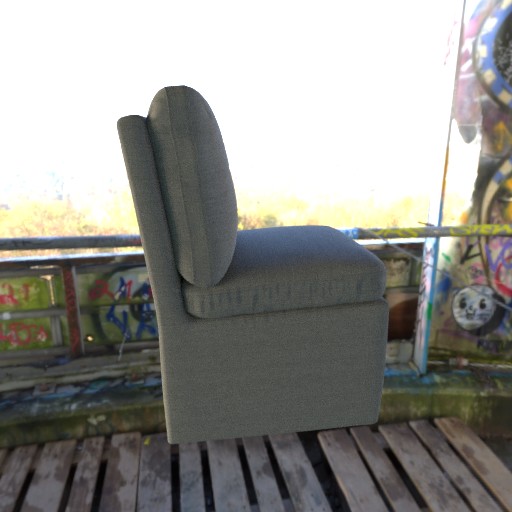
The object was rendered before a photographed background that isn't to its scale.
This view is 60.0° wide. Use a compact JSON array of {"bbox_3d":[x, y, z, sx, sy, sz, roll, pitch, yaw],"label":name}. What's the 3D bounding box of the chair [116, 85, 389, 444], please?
[{"bbox_3d":[0.000,0.000,1.342,0.698,0.927,0.503,-2,16,-9],"label":"chair"}]
